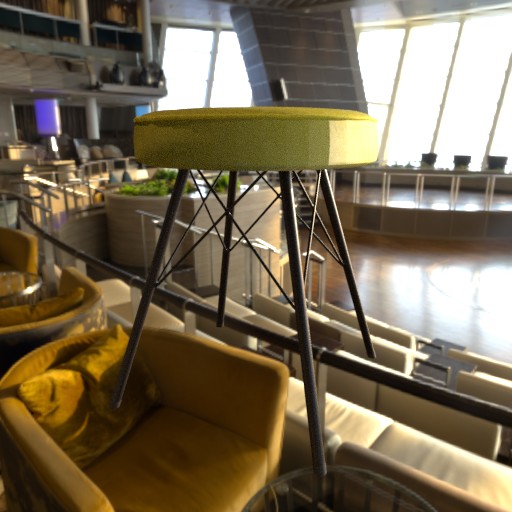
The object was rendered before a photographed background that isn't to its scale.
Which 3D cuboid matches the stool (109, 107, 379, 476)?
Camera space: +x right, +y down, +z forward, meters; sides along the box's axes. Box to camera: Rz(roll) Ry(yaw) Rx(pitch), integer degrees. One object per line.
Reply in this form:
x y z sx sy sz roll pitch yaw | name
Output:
0.000 0.000 0.818 0.409 0.508 0.409 7 17 24 | stool
